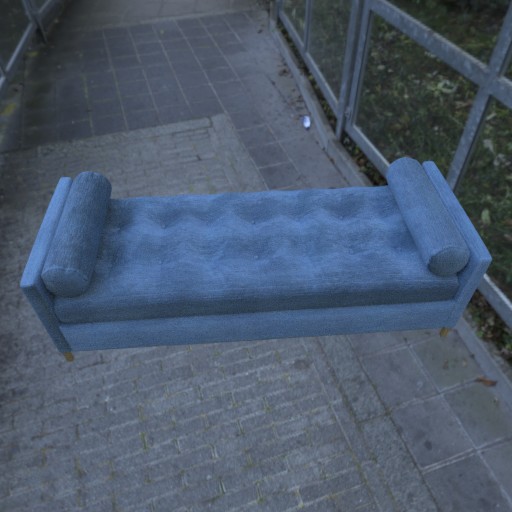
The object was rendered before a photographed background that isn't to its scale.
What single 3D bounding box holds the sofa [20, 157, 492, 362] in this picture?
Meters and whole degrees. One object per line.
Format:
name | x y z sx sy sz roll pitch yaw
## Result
sofa | 0.000 0.000 2.403 2.102 0.705 0.796 -3 46 -3
